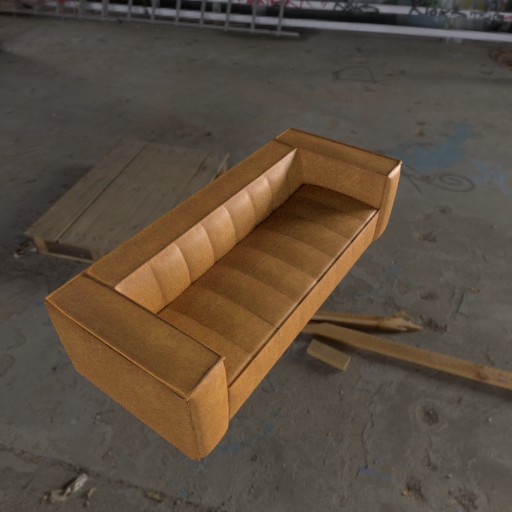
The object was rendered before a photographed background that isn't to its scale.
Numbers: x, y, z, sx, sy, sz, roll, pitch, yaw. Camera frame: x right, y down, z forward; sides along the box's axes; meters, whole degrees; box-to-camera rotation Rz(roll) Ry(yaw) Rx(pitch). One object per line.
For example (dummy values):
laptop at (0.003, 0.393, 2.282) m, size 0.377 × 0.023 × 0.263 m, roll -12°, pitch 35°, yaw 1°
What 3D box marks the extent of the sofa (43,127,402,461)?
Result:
sofa at (0.000, 0.000, 3.146) m, size 1.102 × 0.701 × 2.581 m, roll 25°, pitch 47°, yaw 25°
